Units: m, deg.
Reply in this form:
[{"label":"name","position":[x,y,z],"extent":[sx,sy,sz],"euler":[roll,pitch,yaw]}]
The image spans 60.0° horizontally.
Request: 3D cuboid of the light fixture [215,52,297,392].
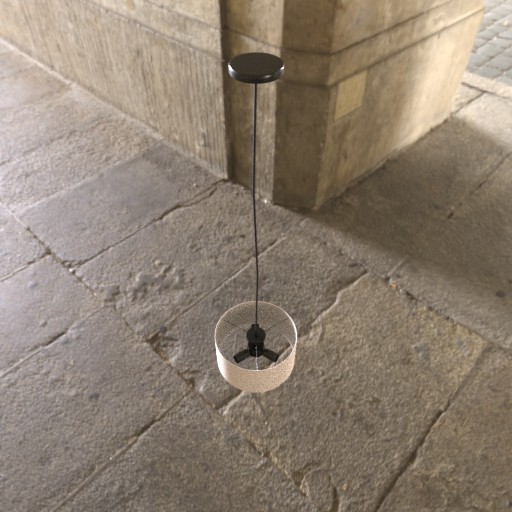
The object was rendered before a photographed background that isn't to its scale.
[{"label":"light fixture","position":[0.000,0.000,1.751],"extent":[0.399,1.516,0.399],"euler":[0,46,0]}]
